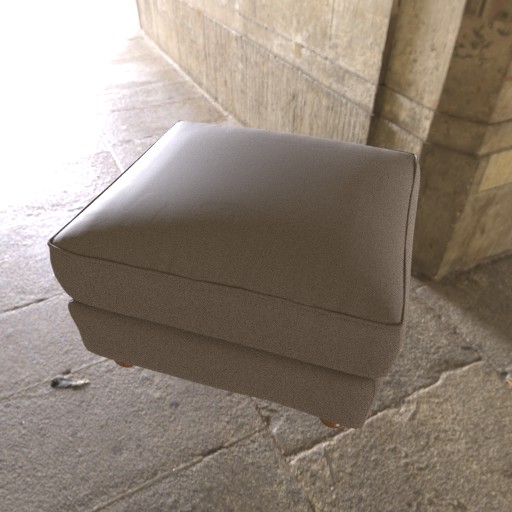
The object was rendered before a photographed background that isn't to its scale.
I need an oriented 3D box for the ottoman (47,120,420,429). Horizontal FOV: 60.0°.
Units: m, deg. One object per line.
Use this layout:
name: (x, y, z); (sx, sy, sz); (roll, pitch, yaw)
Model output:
ottoman: (0.000, 0.000, 1.131); (0.721, 0.505, 0.662); (12, 42, 13)
